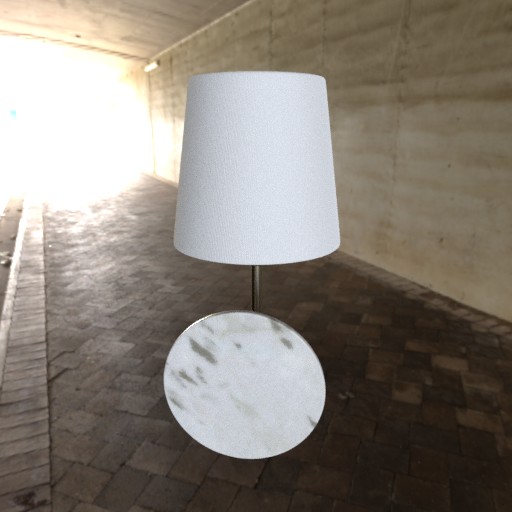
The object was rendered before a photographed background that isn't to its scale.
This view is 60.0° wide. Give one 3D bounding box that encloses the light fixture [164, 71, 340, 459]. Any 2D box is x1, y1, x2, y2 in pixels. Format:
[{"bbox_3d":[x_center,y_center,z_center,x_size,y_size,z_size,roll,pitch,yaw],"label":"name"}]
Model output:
[{"bbox_3d":[0.000,0.000,0.451,0.168,0.337,0.188,2,16,7],"label":"light fixture"}]
